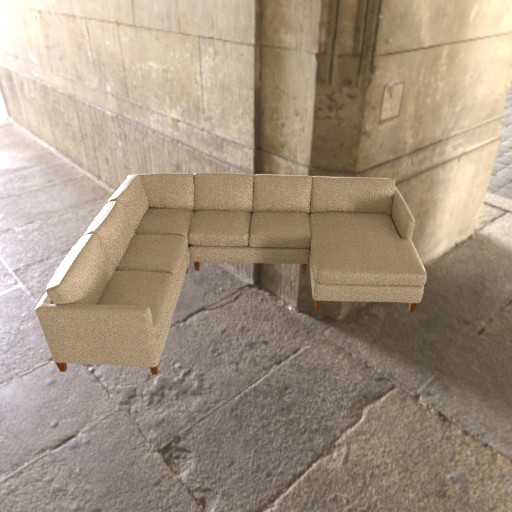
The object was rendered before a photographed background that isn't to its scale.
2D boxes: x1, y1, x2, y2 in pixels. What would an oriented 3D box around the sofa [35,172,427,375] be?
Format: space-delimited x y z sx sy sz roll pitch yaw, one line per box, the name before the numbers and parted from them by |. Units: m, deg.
sofa | 0.000 0.000 4.667 3.460 0.961 2.594 1 33 2
